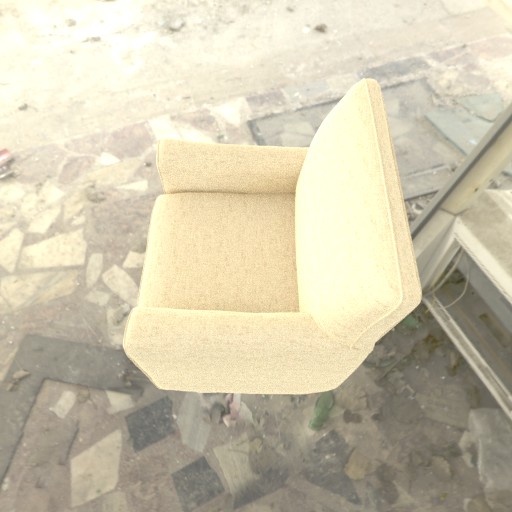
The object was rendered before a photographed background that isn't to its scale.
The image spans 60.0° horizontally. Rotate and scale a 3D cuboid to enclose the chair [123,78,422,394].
[{"bbox_3d":[0.000,0.000,1.641,0.823,0.943,0.870,1,59,0],"label":"chair"}]
